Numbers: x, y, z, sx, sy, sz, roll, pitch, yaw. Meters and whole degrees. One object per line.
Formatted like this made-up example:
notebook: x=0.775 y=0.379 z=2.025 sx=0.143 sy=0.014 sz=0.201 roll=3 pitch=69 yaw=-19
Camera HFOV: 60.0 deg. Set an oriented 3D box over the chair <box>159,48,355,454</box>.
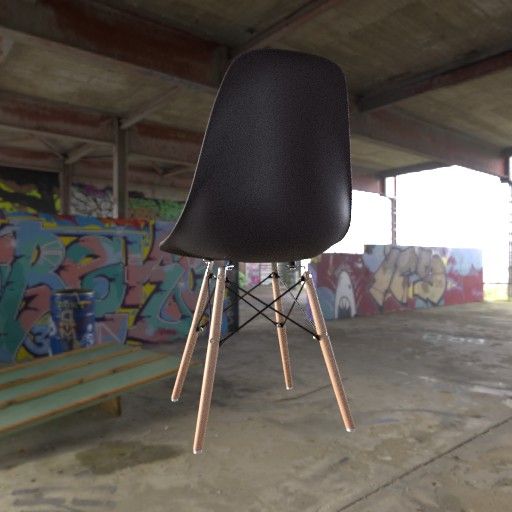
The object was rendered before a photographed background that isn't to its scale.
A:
chair: x=0.000 y=0.000 z=1.145 sx=0.470 sy=0.825 sz=0.533 roll=0 pitch=0 yaw=-19
